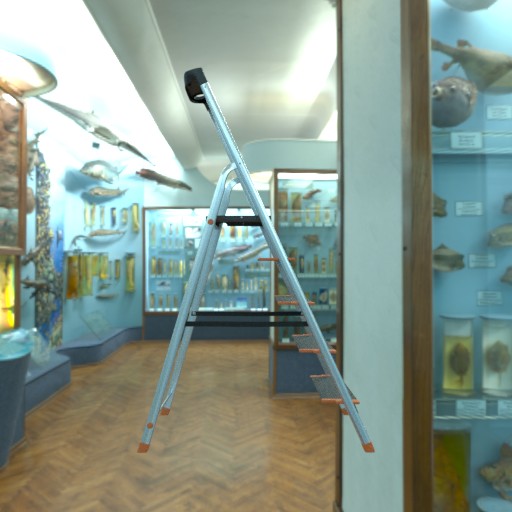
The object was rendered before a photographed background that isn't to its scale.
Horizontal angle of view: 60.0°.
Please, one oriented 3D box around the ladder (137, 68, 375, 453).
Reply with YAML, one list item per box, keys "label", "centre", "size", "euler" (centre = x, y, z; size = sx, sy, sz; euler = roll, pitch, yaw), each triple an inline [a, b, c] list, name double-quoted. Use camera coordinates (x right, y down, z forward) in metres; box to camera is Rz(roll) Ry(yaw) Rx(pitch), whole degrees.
- label: "ladder"
  centre: [0.000, 0.000, 2.095]
  size: [0.995, 1.646, 0.480]
  euler: [0, -1, 0]
